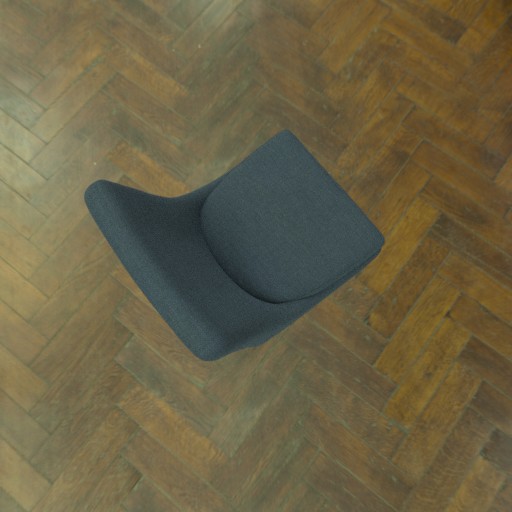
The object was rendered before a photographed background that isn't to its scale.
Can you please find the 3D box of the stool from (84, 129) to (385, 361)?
[{"bbox_3d":[0.000,0.000,1.367,0.577,1.078,0.470,-37,79,-8],"label":"stool"}]
